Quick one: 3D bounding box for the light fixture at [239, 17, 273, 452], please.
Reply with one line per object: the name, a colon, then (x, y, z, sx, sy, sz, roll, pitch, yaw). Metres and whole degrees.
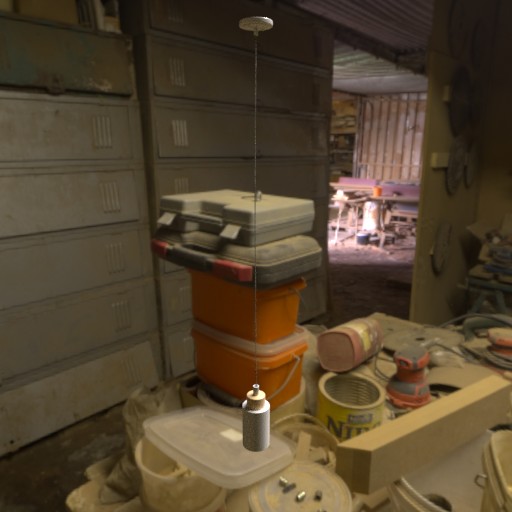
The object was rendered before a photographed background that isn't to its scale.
light fixture: (0.000, 0.000, 1.863, 0.125, 1.798, 0.125, 13, 19, 43)
